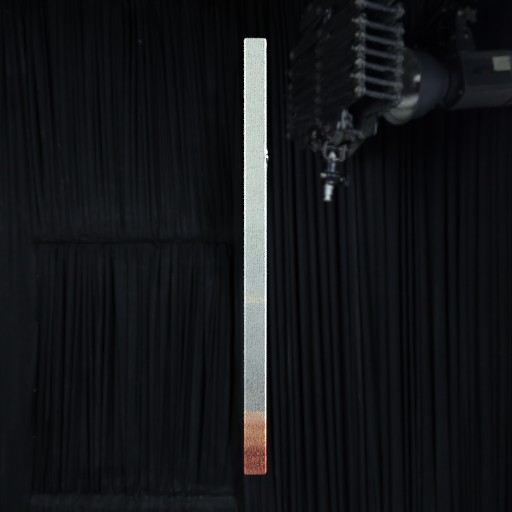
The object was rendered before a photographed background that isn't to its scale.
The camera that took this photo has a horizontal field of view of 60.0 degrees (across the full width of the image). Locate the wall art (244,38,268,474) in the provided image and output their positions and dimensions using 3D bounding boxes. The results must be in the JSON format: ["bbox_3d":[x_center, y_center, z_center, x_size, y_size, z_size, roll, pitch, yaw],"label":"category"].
[{"bbox_3d":[0.000,0.000,1.152,0.042,0.760,0.760,0,0,0],"label":"wall art"}]
